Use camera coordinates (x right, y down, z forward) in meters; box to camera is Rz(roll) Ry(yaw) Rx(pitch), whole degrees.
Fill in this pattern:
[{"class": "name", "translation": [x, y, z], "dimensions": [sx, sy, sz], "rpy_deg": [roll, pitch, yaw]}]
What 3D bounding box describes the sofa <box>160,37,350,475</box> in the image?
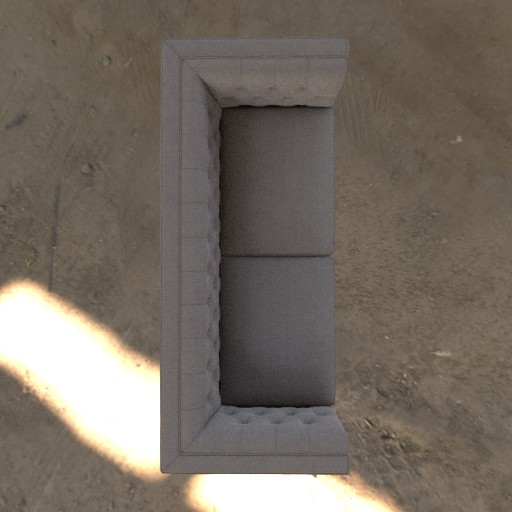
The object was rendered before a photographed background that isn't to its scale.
[{"class": "sofa", "translation": [0.000, 0.000, 2.173], "dimensions": [0.775, 0.762, 1.778], "rpy_deg": [0, 89, 0]}]
